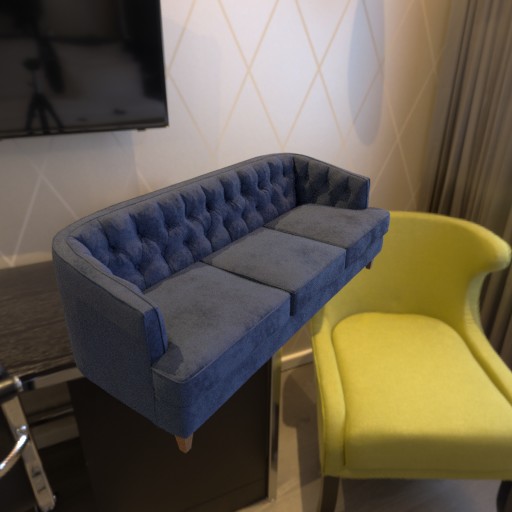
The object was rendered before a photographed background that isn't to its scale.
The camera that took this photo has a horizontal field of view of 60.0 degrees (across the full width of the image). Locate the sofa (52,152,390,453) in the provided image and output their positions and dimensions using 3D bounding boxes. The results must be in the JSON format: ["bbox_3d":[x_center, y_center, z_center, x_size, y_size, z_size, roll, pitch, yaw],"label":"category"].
[{"bbox_3d":[0.000,0.000,2.721,0.941,0.855,2.278,17,30,31],"label":"sofa"}]
